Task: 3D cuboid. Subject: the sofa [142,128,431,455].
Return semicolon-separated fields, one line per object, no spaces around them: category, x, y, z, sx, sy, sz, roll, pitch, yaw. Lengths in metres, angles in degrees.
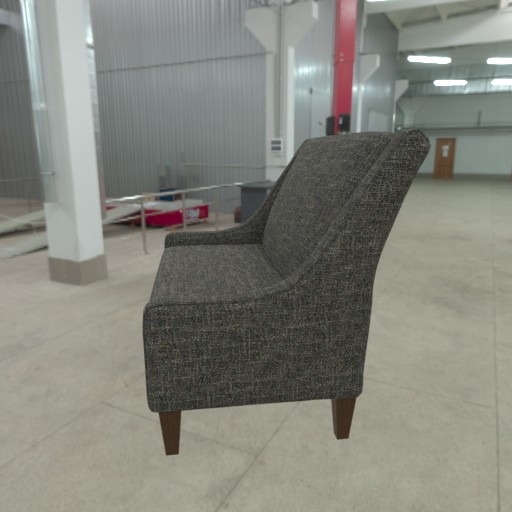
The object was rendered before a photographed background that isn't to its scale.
sofa;0.000;0.000;1.921;0.870;1.021;1.242;-2;14;-8
